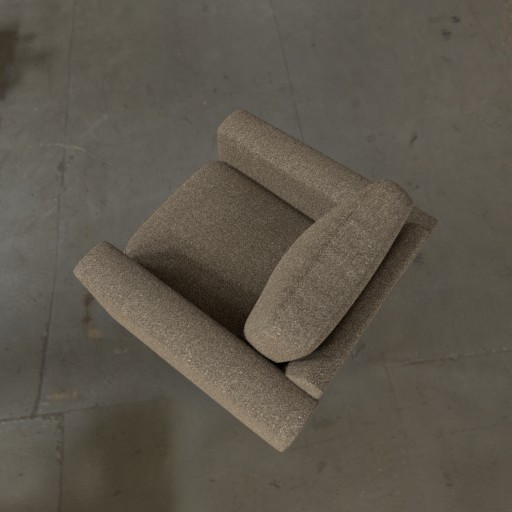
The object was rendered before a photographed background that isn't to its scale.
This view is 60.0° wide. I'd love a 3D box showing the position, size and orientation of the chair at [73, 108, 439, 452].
[{"bbox_3d":[0.000,0.000,1.764,1.016,0.873,1.005,34,68,15],"label":"chair"}]
